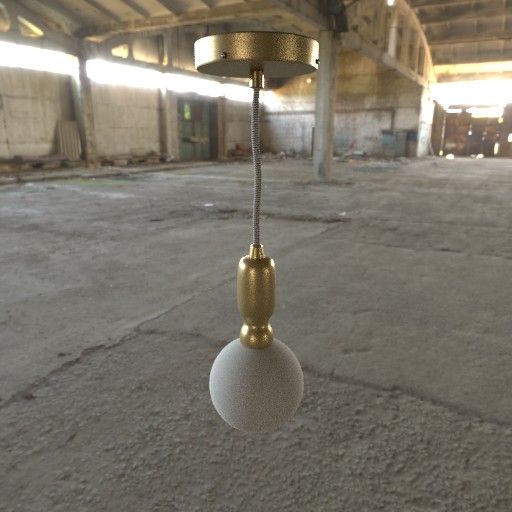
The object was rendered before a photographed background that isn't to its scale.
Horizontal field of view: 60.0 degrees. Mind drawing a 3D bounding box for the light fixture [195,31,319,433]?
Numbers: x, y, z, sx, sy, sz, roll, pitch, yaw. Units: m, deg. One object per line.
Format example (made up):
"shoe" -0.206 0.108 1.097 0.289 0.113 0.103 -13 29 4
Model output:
"light fixture" 0.000 0.000 0.583 0.147 0.510 0.146 8 17 27
